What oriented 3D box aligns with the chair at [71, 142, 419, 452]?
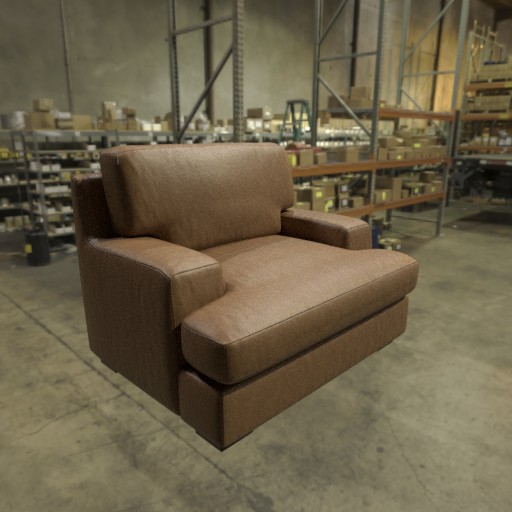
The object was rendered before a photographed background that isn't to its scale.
[{"bbox_3d":[0.000,0.000,2.002,1.050,0.978,1.276,15,21,43],"label":"chair"}]
